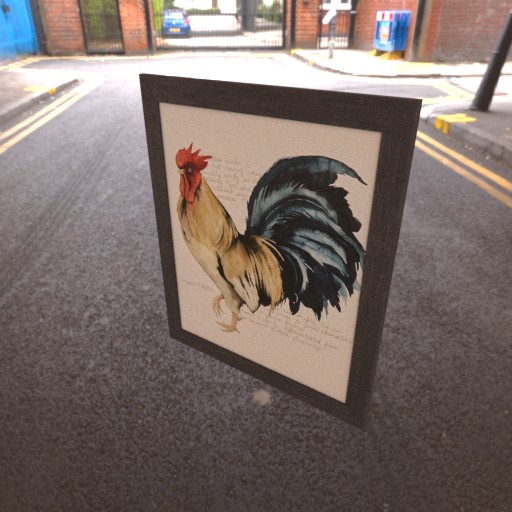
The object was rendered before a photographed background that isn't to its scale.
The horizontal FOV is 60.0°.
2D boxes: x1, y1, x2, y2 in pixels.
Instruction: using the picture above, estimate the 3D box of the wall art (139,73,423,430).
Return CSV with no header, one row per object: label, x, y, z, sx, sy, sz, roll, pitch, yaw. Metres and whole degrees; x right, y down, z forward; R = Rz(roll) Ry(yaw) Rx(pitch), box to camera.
wall art,0.000,0.000,0.783,0.476,0.570,0.013,18,33,29
